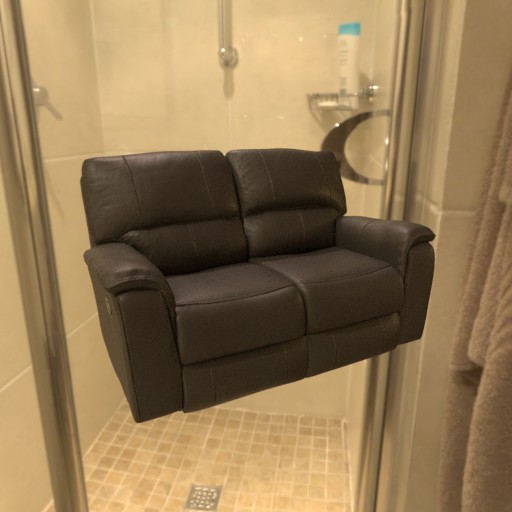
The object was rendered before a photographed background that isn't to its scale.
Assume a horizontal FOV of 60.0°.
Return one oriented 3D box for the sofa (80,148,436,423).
[{"bbox_3d":[0.000,0.000,2.448,1.765,1.111,1.104,-8,18,-27],"label":"sofa"}]
